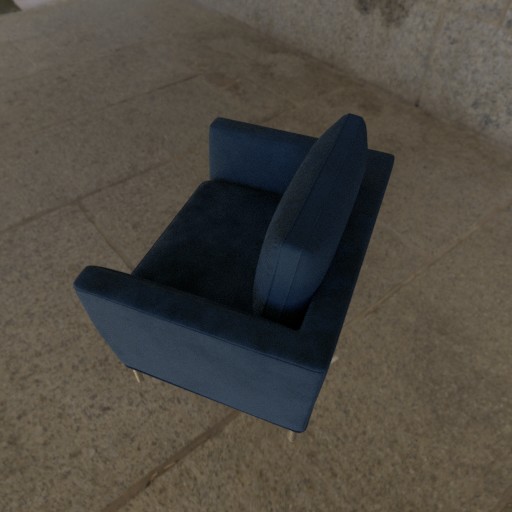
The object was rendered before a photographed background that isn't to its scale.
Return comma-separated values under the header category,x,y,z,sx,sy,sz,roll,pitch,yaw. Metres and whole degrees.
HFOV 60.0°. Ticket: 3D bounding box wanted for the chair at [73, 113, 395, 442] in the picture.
category,x,y,z,sx,sy,sz,roll,pitch,yaw
chair,0.000,0.000,1.608,0.746,0.893,0.977,16,49,15
